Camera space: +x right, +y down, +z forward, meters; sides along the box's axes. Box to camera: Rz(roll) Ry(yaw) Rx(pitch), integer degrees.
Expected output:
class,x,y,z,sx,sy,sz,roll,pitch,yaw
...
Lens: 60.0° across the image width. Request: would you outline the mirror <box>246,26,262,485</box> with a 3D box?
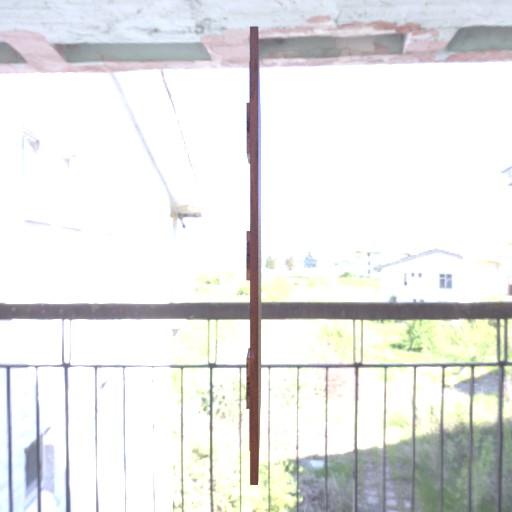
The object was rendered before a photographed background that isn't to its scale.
class,x,y,z,sx,sy,sz,roll,pitch,yaw
mirror,0.000,0.000,1.077,0.021,0.805,0.600,0,0,1
